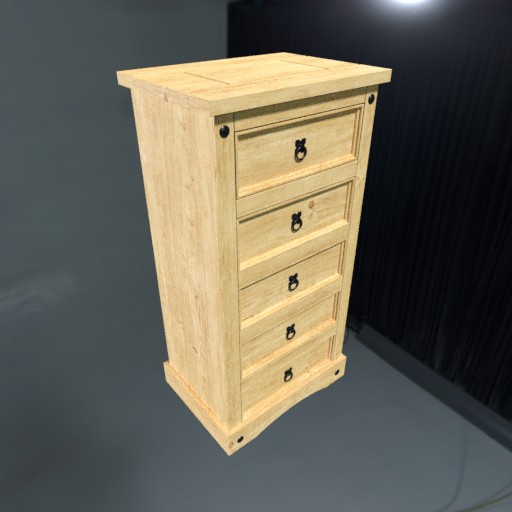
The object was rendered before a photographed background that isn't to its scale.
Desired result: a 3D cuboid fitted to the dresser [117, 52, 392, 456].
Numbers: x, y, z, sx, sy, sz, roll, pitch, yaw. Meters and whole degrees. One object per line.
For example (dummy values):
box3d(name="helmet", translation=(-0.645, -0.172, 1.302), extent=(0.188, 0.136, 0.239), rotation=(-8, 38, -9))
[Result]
box3d(name="dresser", translation=(0.000, 0.000, 1.332), extent=(0.531, 1.041, 0.390), rotation=(-23, 38, -32))
